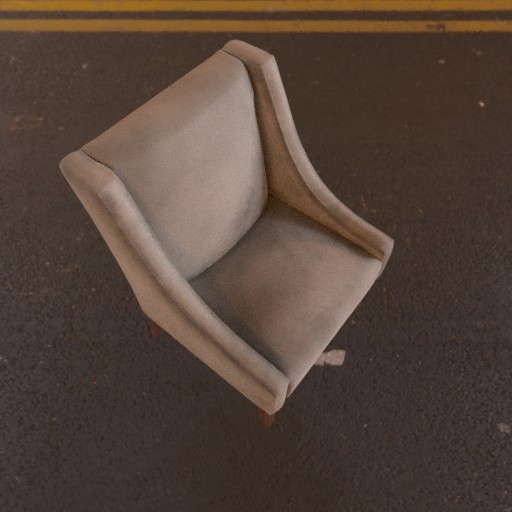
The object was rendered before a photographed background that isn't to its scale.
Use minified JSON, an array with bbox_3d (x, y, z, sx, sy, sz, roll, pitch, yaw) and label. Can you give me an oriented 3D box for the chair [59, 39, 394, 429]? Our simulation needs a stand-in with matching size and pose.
[{"bbox_3d":[0.000,0.000,1.346,0.629,0.895,0.629,34,64,20],"label":"chair"}]
